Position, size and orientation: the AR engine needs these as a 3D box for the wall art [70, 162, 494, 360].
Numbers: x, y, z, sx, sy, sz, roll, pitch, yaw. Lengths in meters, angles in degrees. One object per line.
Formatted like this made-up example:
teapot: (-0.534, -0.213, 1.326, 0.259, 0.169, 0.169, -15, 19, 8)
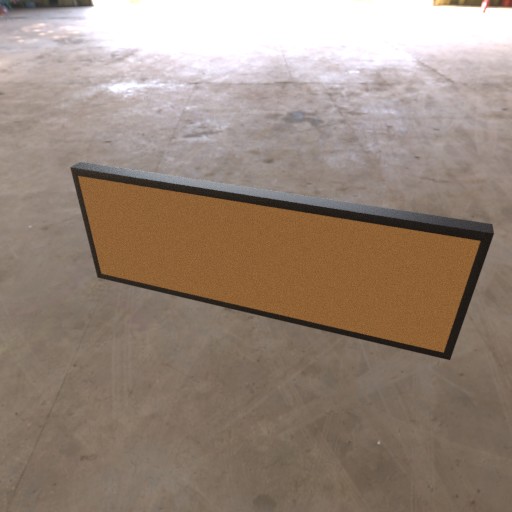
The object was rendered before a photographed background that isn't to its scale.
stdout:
wall art: (0.000, 0.000, 0.961, 0.860, 0.303, 0.037, 11, 35, 16)
